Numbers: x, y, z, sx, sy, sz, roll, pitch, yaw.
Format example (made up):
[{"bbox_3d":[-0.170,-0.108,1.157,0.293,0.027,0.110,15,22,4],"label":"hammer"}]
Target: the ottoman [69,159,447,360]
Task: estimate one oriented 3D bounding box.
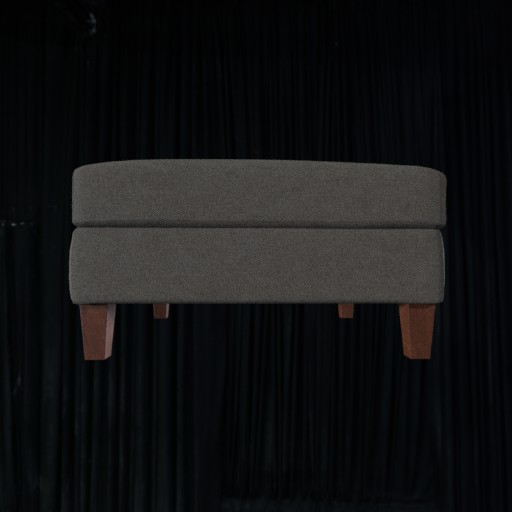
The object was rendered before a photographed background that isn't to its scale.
[{"bbox_3d":[0.000,0.000,1.408,0.861,0.482,0.881,0,-1,-1],"label":"ottoman"}]
